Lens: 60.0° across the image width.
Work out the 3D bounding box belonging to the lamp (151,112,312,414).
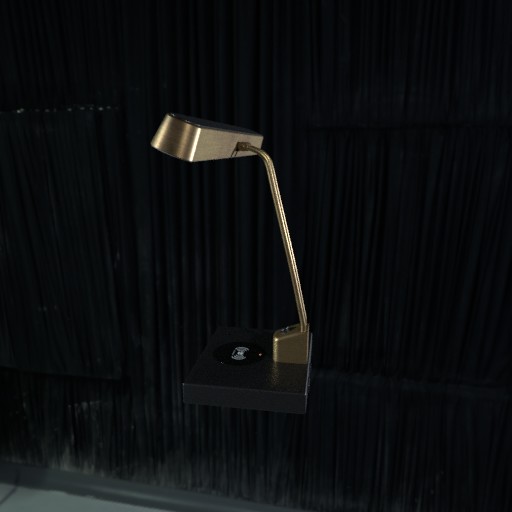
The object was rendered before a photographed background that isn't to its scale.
[{"bbox_3d":[0.000,0.000,0.598,0.156,0.345,0.412,2,14,9],"label":"lamp"}]
